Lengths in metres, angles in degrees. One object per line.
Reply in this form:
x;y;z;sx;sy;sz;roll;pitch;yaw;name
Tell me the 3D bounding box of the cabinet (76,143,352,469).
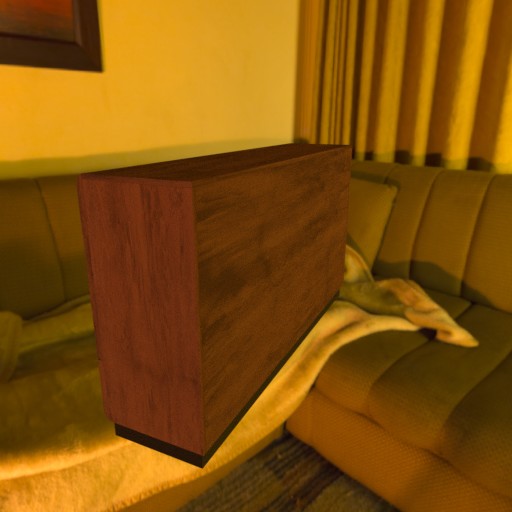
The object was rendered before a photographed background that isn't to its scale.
0.000;0.000;2.006;0.420;0.900;1.600;8;19;24;cabinet
